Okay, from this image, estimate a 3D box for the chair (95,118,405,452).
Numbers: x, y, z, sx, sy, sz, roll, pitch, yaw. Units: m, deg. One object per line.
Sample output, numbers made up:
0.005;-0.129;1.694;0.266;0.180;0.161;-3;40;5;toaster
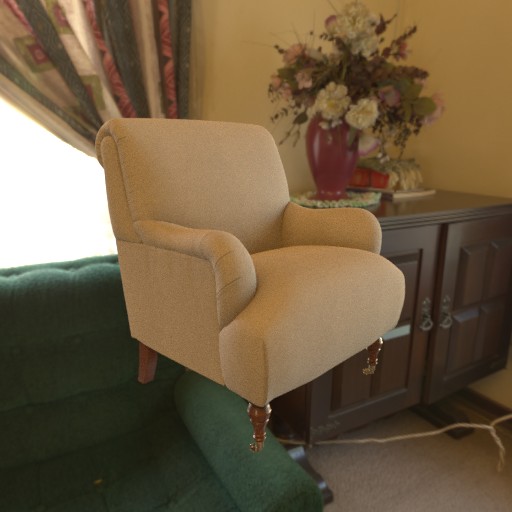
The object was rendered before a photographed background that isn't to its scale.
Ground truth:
0.000;0.000;1.562;0.842;0.942;0.766;13;19;43;chair
